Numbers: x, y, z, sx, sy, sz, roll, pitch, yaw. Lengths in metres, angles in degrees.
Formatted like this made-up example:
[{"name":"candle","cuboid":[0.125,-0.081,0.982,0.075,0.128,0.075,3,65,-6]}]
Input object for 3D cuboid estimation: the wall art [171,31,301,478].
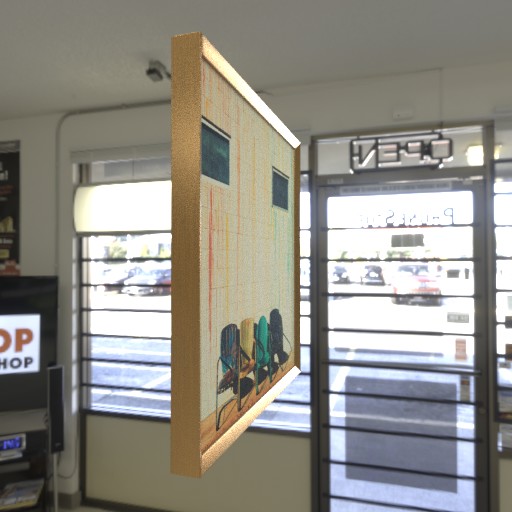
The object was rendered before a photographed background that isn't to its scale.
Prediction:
[{"name":"wall art","cuboid":[0.000,0.000,0.745,0.037,0.505,0.505,0,-1,19]}]
